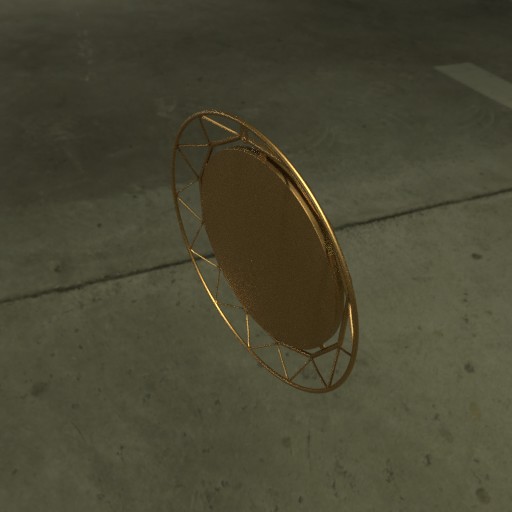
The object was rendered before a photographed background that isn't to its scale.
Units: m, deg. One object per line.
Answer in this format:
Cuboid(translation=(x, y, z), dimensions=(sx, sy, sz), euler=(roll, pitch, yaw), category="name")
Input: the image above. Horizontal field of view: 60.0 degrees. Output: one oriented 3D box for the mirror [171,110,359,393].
Cuboid(translation=(0.000, 0.000, 0.689), dimensions=(0.043, 0.454, 0.454), euler=(-27, 48, -27), category="mirror")
